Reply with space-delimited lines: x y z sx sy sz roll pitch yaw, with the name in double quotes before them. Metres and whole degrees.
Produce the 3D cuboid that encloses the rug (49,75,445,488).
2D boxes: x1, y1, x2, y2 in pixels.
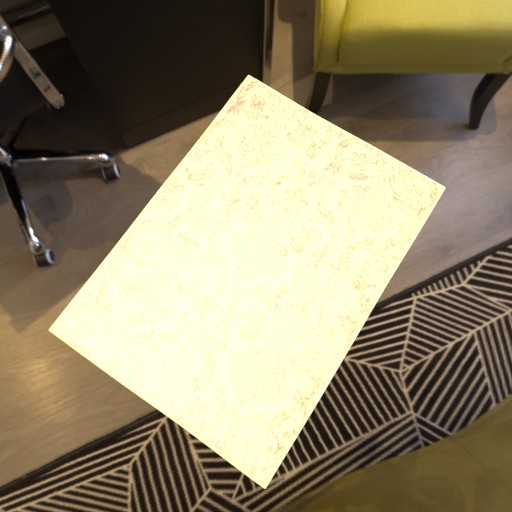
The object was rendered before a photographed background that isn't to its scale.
"rug" 0.000 0.000 2.848 1.598 0.014 2.202 33 77 8
